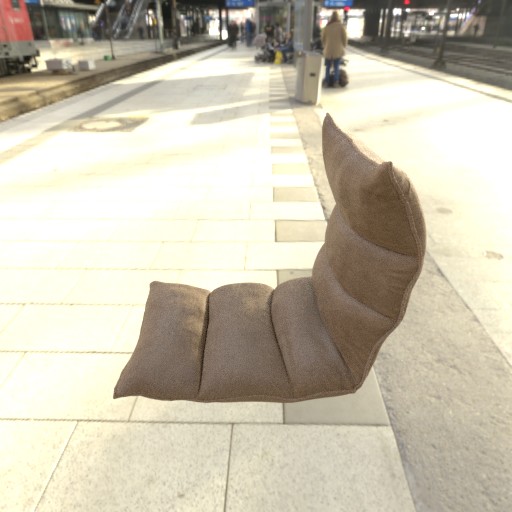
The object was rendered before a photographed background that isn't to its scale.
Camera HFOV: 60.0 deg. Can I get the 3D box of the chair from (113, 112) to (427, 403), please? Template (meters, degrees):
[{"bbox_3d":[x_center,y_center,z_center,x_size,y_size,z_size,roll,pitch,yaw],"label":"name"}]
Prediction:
[{"bbox_3d":[0.000,0.000,1.616,0.985,0.892,0.714,0,27,-1],"label":"chair"}]
